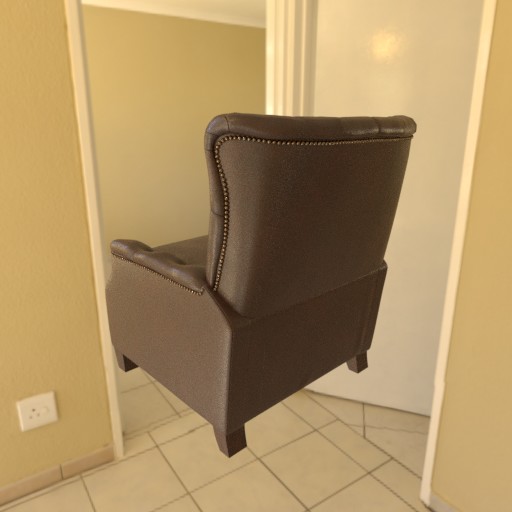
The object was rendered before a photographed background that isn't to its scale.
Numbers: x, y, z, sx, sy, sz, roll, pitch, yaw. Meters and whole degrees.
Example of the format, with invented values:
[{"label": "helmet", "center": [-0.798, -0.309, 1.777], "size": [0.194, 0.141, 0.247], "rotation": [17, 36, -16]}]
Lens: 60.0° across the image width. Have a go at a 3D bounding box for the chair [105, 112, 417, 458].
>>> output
[{"label": "chair", "center": [0.000, 0.000, 1.424], "size": [0.709, 0.864, 0.823], "rotation": [-16, 23, -41]}]
